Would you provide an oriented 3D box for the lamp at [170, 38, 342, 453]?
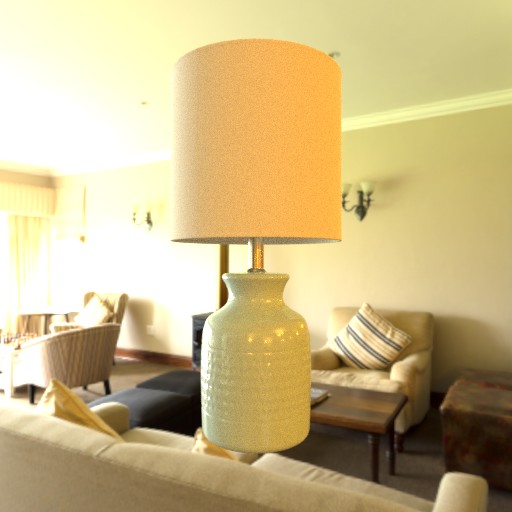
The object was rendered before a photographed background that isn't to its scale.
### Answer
[{"bbox_3d":[0.000,0.000,1.096,0.418,0.871,0.418,0,-1,-18],"label":"lamp"}]
